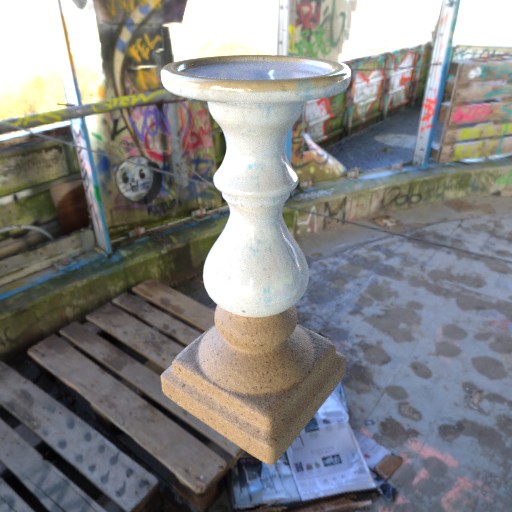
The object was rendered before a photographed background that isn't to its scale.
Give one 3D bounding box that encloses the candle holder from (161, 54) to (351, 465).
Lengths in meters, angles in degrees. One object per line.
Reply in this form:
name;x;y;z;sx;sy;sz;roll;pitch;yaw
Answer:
candle holder;0.000;0.000;0.300;0.110;0.239;0.110;21;37;31
